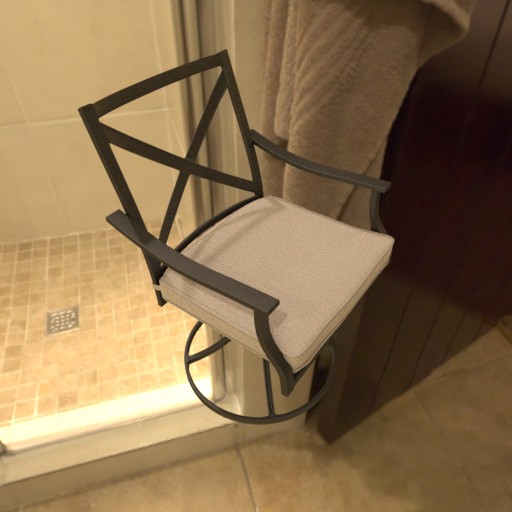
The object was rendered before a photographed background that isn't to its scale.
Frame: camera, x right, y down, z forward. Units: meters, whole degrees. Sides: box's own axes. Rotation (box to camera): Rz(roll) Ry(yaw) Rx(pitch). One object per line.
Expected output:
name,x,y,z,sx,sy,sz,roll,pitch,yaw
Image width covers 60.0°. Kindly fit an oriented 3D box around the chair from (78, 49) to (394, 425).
chair,0.000,0.000,1.252,0.620,0.889,0.575,26,48,26
